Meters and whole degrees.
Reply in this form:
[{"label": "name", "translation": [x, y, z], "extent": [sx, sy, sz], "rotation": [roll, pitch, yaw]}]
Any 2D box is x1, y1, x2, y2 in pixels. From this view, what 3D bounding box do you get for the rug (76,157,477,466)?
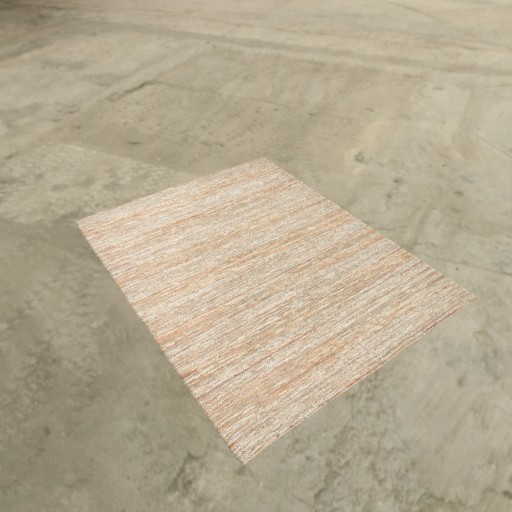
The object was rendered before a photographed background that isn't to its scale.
[{"label": "rug", "translation": [0.000, 0.000, 3.943], "extent": [2.313, 0.009, 2.939], "rotation": [-25, 46, -26]}]
